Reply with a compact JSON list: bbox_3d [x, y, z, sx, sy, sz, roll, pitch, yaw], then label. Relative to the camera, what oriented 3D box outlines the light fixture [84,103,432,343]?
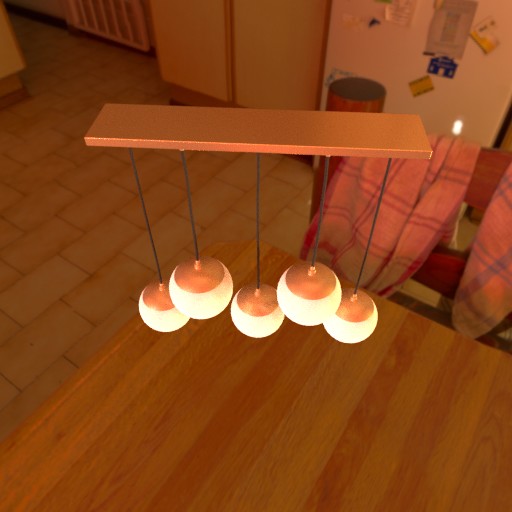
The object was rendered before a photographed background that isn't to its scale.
[{"bbox_3d":[0.000,0.000,1.334,0.863,0.869,0.299,3,46,3],"label":"light fixture"}]
